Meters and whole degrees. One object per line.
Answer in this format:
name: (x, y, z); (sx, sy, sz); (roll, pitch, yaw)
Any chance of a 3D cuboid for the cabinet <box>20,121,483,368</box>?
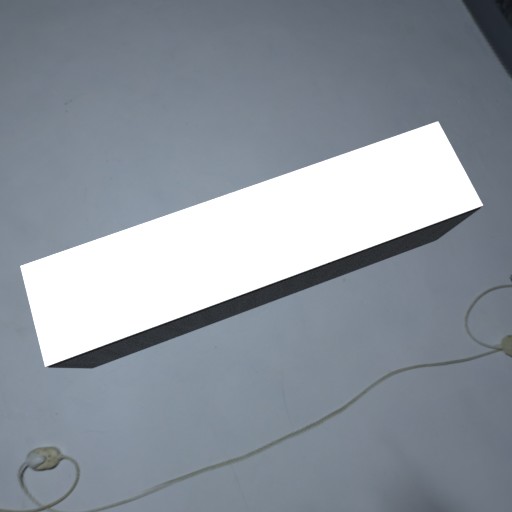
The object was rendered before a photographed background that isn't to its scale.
cabinet: (0.000, 0.000, 2.511); (2.198, 0.779, 0.499); (-20, 76, -5)
